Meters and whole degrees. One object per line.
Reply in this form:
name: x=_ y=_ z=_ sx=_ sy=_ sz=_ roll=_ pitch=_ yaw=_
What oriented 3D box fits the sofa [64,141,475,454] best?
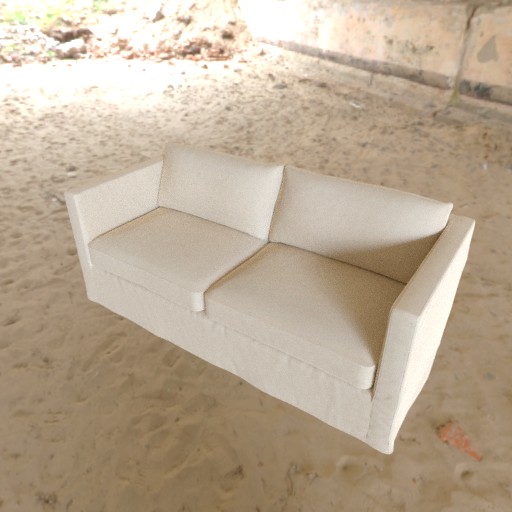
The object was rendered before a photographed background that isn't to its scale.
sofa: x=0.000 y=0.000 z=2.434 sx=1.987 sy=0.870 sz=0.940 roll=19 pitch=36 yaw=29
